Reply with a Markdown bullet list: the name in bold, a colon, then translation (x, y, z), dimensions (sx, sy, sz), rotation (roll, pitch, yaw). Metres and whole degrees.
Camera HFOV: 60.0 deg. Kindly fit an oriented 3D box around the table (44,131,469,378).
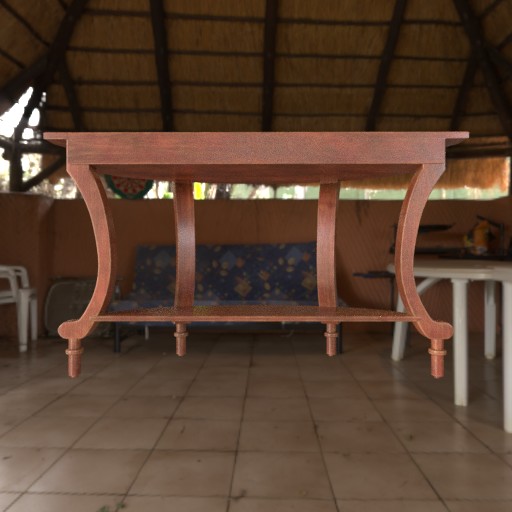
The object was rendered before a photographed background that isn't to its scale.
- **table**: translation (0.000, 0.000, 1.446), dimensions (1.198, 0.699, 0.394), rotation (0, 0, 0)
